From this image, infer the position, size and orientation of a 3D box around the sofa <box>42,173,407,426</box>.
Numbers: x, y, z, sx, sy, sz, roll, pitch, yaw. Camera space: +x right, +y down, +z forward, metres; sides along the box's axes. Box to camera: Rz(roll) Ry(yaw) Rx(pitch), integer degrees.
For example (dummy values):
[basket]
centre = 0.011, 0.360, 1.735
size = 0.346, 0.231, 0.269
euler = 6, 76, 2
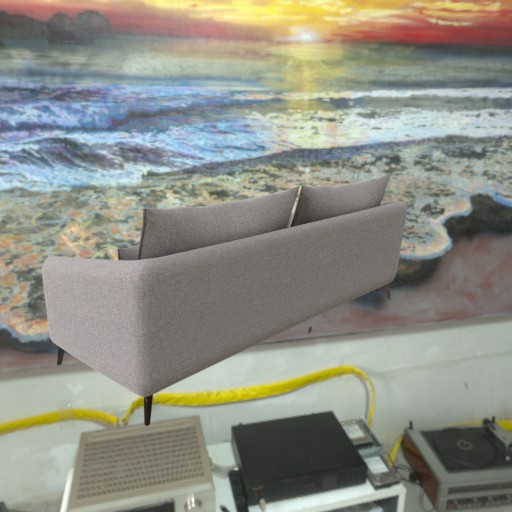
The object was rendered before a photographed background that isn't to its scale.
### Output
[sofa]
centre = 0.000, 0.000, 2.444
size = 2.022, 0.833, 0.809
euler = -16, 23, -42
